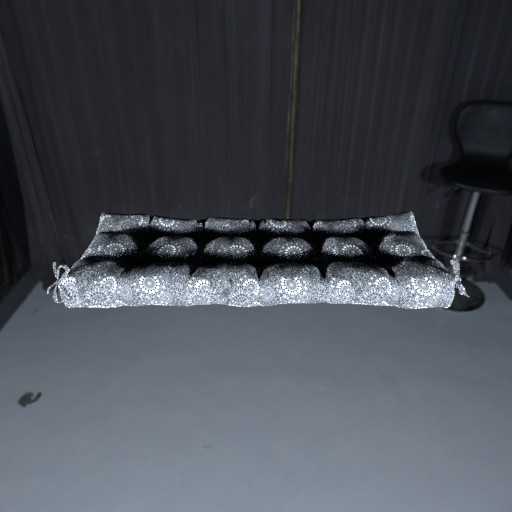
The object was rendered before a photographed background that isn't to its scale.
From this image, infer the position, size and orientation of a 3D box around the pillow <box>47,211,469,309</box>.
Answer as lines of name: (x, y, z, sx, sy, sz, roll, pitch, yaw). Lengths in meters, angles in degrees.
pillow: (0.000, 0.000, 1.396, 1.194, 0.174, 0.511, 0, 30, 0)
